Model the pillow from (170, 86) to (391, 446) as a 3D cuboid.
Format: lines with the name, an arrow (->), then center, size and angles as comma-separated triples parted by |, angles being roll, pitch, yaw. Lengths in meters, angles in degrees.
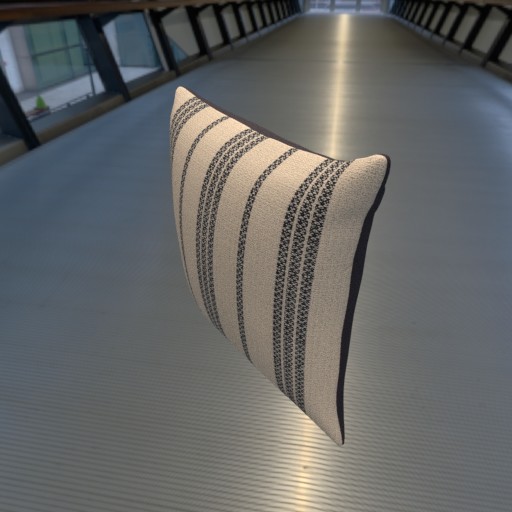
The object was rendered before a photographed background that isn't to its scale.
pillow -> 0.000, 0.000, 0.637 | 0.173, 0.406, 0.405 | -21, 37, -30
